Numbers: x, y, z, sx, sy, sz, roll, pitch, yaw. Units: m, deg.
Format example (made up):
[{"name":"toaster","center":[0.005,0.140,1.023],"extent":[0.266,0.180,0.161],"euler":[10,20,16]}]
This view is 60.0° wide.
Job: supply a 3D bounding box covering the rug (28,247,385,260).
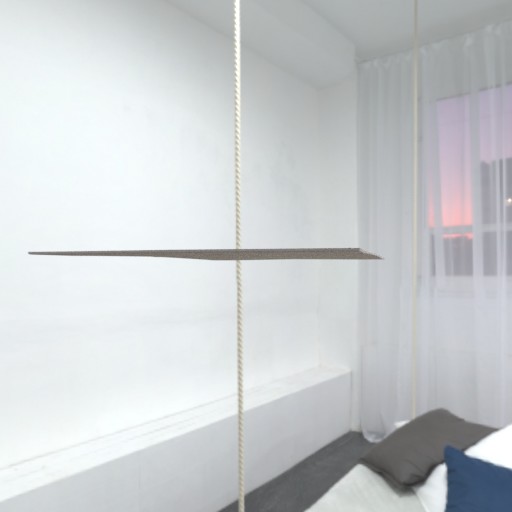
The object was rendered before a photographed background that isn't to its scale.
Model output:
[{"name":"rug","center":[0.000,0.000,3.038],"extent":[1.609,0.030,2.342],"euler":[0,-1,19]}]
